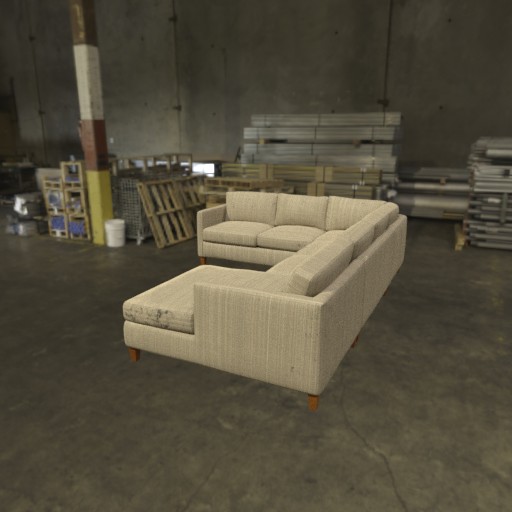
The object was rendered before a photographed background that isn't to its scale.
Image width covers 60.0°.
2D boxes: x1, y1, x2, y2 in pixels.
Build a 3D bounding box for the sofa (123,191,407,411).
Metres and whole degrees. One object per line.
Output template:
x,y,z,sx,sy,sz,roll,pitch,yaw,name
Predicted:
0.000,0.000,4.689,2.594,0.961,3.460,7,17,25,sofa
